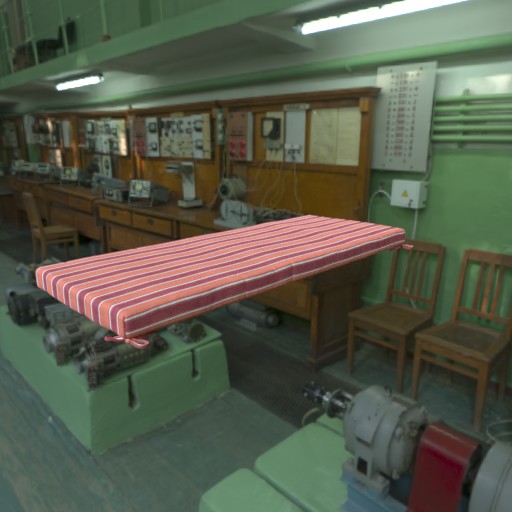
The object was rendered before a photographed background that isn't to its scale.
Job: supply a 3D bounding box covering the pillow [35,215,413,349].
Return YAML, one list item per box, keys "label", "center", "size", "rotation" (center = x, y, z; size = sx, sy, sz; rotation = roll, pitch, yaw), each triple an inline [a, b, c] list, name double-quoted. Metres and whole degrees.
- label: "pillow"
  center: [0.000, 0.000, 1.376]
  size: [0.492, 0.081, 1.187]
  rotation: [14, 21, 43]
